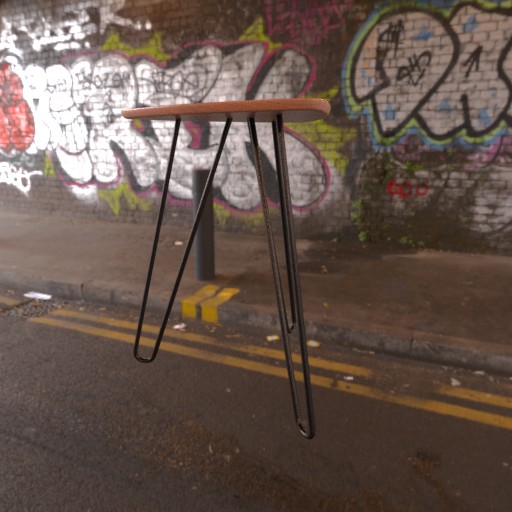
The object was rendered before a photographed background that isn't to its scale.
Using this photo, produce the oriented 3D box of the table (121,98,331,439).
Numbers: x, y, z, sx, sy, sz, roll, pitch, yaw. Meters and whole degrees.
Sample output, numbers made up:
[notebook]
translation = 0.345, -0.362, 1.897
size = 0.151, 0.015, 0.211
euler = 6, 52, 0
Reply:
[table]
translation = 0.000, 0.000, 0.886
size = 0.442, 0.564, 0.455
euler = -7, 16, -25
